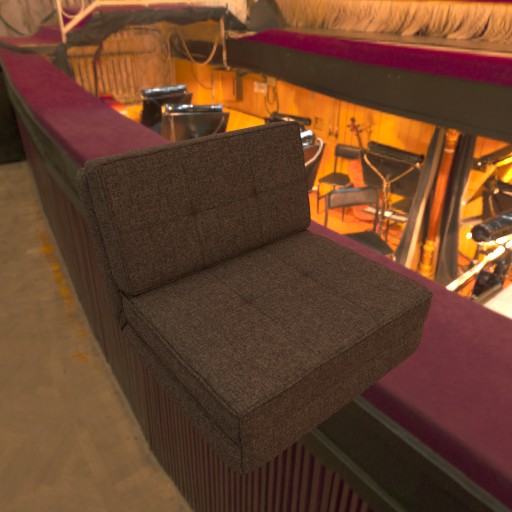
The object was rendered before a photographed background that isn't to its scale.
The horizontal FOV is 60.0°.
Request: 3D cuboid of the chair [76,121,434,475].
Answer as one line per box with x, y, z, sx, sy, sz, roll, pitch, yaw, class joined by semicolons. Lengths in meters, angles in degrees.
0.000;0.000;1.323;0.740;0.615;0.800;-22;37;-33;chair
